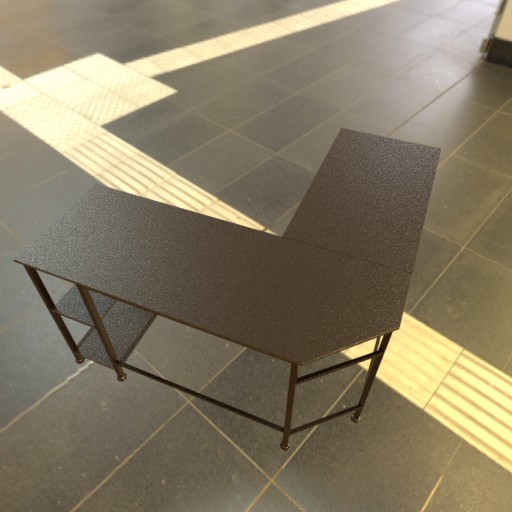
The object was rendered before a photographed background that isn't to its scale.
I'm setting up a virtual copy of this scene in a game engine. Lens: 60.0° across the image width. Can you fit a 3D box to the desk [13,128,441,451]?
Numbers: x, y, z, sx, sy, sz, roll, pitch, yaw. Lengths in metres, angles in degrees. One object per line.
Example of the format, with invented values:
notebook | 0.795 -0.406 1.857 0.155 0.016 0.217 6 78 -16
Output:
desk | 0.000 0.000 2.168 1.379 0.739 1.379 17 49 15
